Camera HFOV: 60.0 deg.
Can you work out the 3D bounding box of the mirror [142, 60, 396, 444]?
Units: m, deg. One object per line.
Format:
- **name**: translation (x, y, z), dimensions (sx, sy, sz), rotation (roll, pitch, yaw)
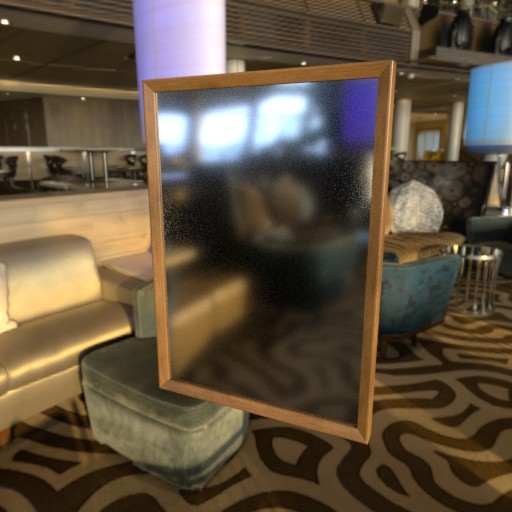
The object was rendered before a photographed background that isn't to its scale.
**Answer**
- **mirror**: translation (0.000, 0.000, 0.918), dimensions (0.508, 0.711, 0.039), rotation (6, 15, 24)
